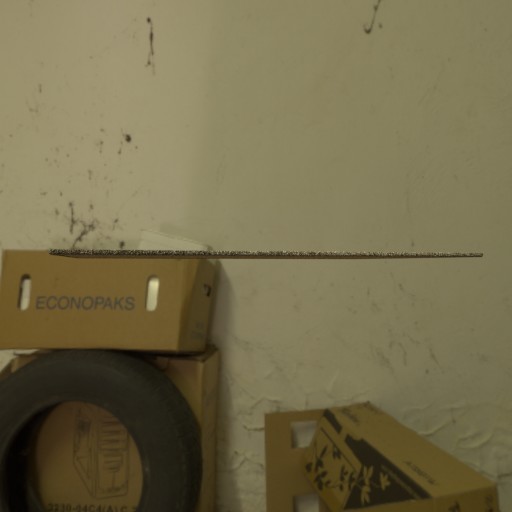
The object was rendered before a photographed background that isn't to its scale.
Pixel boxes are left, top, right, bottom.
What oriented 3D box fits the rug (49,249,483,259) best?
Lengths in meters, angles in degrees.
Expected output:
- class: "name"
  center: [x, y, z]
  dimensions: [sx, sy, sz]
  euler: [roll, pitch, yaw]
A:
- class: "rug"
  center: [0.000, 0.000, 2.980]
  dimensions: [2.352, 0.025, 1.501]
  euler: [0, -1, -18]
